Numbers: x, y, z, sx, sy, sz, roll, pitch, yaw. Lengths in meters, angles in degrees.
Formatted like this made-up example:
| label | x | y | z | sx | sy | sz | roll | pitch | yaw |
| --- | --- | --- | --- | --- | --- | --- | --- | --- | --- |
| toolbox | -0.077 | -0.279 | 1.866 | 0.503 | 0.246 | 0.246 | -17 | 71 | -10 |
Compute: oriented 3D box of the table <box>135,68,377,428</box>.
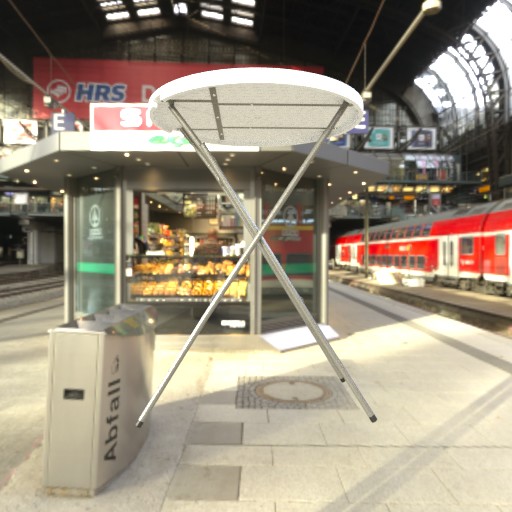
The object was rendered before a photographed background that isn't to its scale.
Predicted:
| label | x | y | z | sx | sy | sz | roll | pitch | yaw |
| --- | --- | --- | --- | --- | --- | --- | --- | --- | --- |
| table | 0.000 | 0.000 | 1.688 | 0.795 | 1.105 | 0.792 | 0 | 1 | -2 |
